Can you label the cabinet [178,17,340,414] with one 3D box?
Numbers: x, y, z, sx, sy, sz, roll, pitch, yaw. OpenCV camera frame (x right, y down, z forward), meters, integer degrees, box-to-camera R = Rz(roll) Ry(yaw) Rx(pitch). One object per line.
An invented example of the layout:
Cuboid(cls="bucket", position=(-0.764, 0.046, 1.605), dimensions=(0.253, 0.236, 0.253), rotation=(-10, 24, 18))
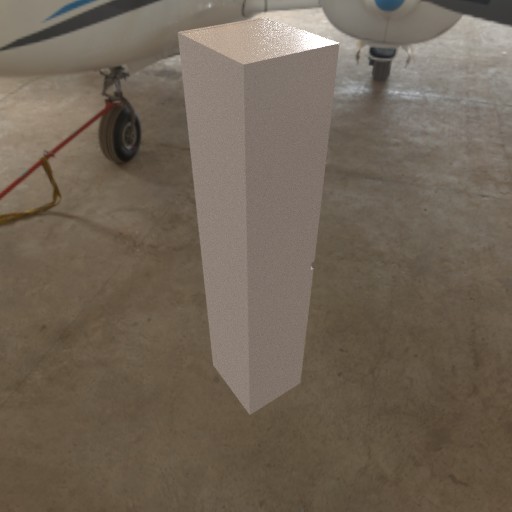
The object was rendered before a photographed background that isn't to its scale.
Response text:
Cuboid(cls="cabinet", position=(0.000, 0.000, 1.531), dimensions=(0.269, 1.400, 0.300), rotation=(-24, 46, -25))
